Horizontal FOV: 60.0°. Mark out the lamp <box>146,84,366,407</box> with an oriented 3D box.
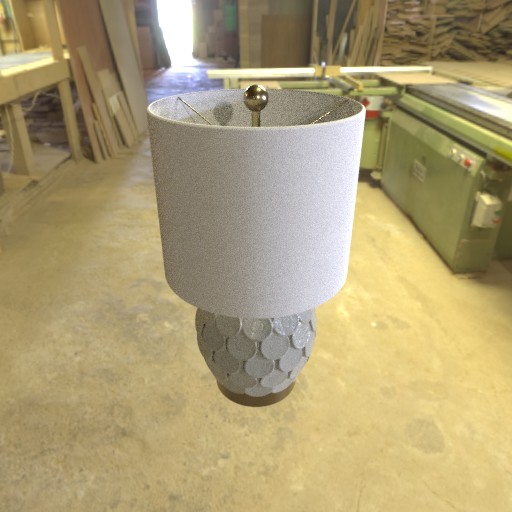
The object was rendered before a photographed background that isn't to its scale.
[{"bbox_3d":[0.000,0.000,0.622,0.254,0.452,0.254,0,29,0],"label":"lamp"}]
